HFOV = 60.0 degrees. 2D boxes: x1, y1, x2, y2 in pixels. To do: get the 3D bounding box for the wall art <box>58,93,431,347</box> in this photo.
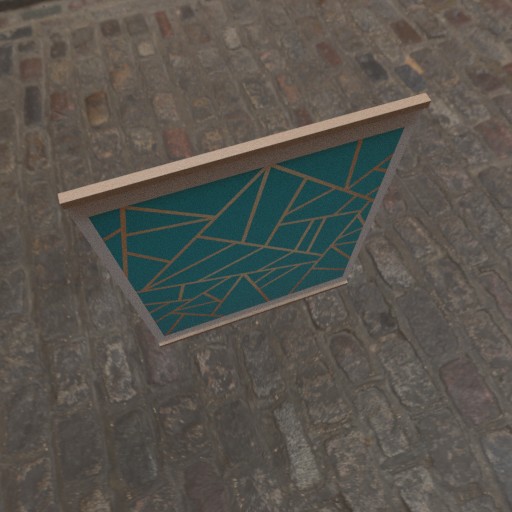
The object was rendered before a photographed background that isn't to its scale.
[{"bbox_3d":[0.000,0.000,0.685,0.405,0.508,0.012,-18,64,-9],"label":"wall art"}]
